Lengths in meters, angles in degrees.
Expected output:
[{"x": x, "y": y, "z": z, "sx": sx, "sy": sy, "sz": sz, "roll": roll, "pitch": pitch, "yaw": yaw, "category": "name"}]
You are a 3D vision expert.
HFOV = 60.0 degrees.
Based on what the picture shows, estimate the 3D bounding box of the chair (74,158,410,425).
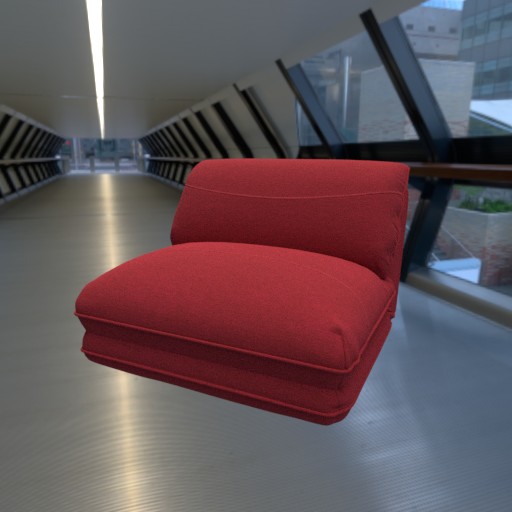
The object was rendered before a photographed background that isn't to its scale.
[{"x": 0.000, "y": 0.000, "z": 1.382, "sx": 0.820, "sy": 0.580, "sz": 0.780, "roll": 7, "pitch": 15, "yaw": 25, "category": "chair"}]
